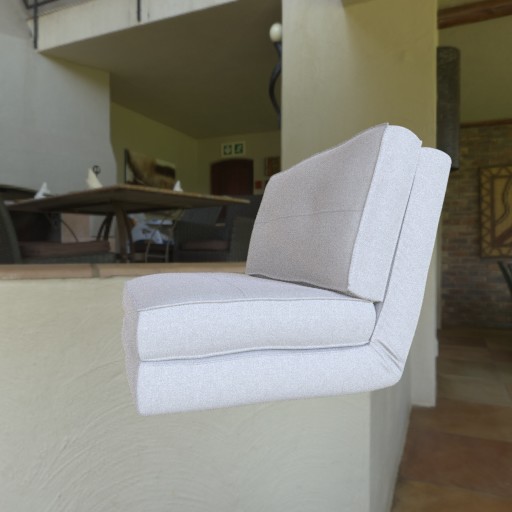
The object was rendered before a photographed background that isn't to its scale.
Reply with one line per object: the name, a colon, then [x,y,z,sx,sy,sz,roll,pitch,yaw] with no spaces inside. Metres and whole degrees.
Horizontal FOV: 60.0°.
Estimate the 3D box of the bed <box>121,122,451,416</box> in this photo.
bed: [0.000,0.000,1.303,0.749,0.614,0.799,0,1,-18]
